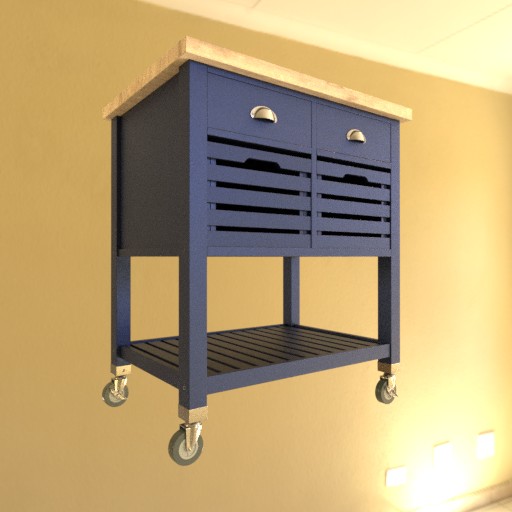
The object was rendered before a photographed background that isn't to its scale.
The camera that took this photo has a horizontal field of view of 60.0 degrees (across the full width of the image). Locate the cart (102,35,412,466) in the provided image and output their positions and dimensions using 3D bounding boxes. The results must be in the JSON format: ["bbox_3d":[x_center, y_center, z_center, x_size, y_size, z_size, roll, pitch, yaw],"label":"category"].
[{"bbox_3d":[0.000,0.000,1.382,0.797,0.920,0.567,0,0,-36],"label":"cart"}]
